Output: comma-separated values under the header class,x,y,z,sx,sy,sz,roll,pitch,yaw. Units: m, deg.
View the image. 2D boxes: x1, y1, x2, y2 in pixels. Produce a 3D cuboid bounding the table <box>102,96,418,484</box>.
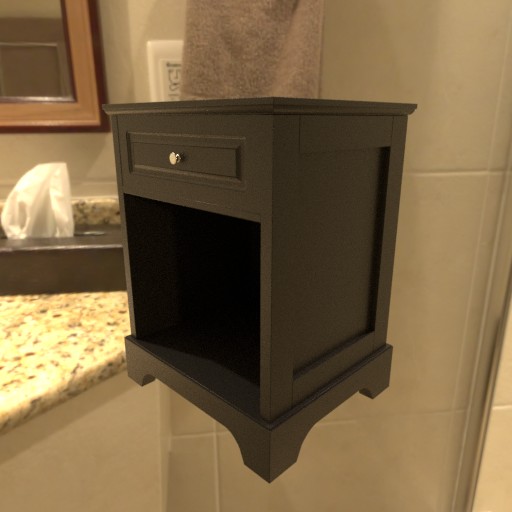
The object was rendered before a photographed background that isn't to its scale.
class,x,y,z,sx,sy,sz,roll,pitch,yaw
table,0.000,0.000,0.940,0.460,0.610,0.399,16,24,42
